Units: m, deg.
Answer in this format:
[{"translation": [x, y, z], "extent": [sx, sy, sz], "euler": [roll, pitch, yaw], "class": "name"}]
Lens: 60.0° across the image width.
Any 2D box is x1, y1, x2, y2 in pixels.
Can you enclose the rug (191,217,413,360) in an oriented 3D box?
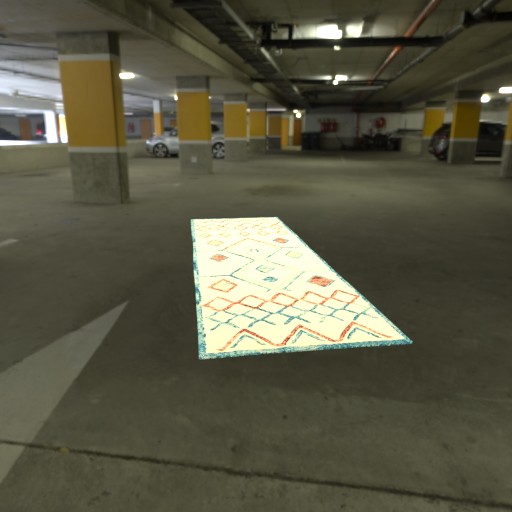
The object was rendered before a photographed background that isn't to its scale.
[{"translation": [0.000, 0.000, 2.664], "extent": [0.750, 0.011, 2.435], "euler": [-2, 16, -8], "class": "rug"}]
